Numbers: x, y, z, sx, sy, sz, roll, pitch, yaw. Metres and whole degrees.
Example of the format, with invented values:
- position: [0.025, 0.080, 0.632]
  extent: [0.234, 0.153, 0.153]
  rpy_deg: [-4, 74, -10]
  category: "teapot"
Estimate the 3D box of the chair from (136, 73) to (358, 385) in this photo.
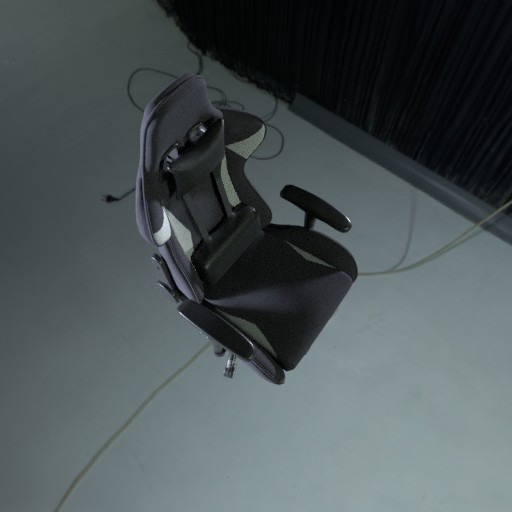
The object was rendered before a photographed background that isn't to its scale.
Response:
- position: [0.000, 0.000, 1.714]
  extent: [0.695, 1.300, 0.730]
  rpy_deg: [32, 65, 17]
  category: "chair"
